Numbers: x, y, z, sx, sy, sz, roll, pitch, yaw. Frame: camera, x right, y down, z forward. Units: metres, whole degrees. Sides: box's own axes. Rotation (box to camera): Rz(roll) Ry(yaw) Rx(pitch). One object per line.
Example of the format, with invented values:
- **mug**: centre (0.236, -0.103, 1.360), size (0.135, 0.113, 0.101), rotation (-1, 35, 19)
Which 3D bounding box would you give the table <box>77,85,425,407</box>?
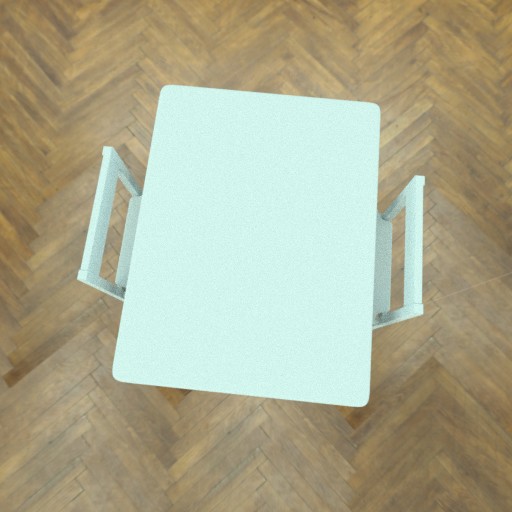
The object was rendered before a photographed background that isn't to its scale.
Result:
- **table**: centre (0.000, 0.000, 1.127), size (0.672, 0.503, 0.650), rotation (6, 76, 1)
